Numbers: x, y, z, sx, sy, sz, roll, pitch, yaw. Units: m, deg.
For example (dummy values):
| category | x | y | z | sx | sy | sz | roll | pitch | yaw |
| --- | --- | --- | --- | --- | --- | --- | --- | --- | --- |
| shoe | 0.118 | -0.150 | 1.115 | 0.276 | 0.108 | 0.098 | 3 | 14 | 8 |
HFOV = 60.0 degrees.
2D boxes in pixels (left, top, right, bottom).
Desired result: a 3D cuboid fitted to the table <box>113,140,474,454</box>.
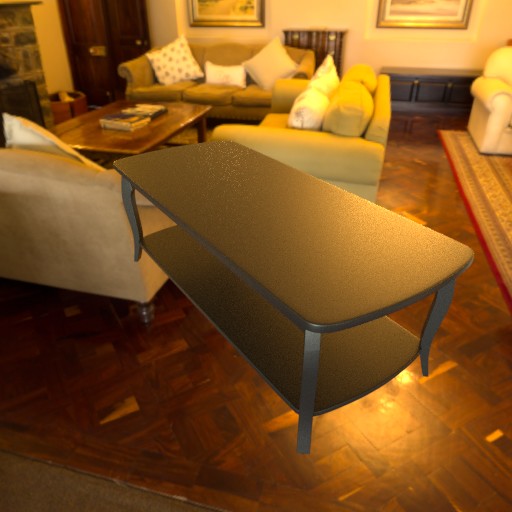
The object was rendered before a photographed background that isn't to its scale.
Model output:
| category | x | y | z | sx | sy | sz | roll | pitch | yaw |
| --- | --- | --- | --- | --- | --- | --- | --- | --- | --- |
| table | 0.000 | 0.000 | 1.588 | 0.571 | 0.457 | 1.333 | -19 | 35 | -29 |
